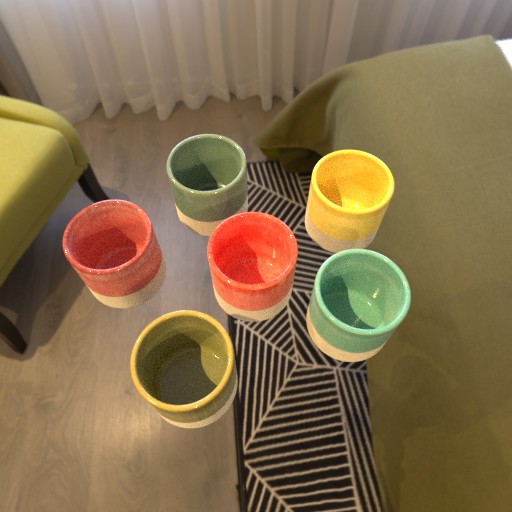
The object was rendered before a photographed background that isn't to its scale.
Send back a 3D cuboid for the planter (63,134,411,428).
[{"bbox_3d":[0.000,0.000,0.405,0.286,0.075,0.257,-32,65,-17],"label":"planter"}]
